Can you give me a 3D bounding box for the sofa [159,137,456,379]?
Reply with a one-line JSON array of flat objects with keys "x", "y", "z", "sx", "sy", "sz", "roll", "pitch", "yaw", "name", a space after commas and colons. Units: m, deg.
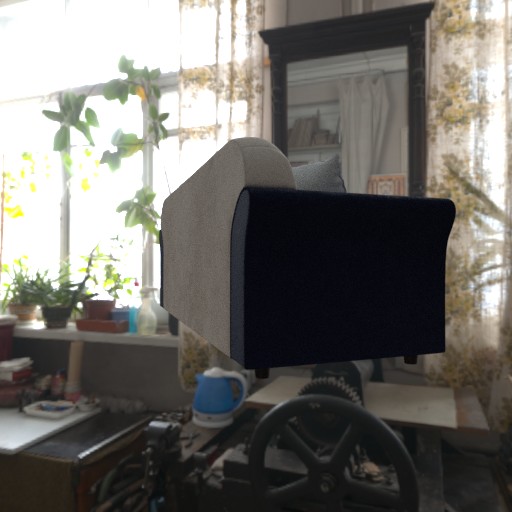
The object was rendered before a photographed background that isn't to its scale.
[{"x": 0.000, "y": 0.000, "z": 2.330, "sx": 0.749, "sy": 0.789, "sz": 2.006, "roll": 0, "pitch": -1, "yaw": -20, "name": "sofa"}]
